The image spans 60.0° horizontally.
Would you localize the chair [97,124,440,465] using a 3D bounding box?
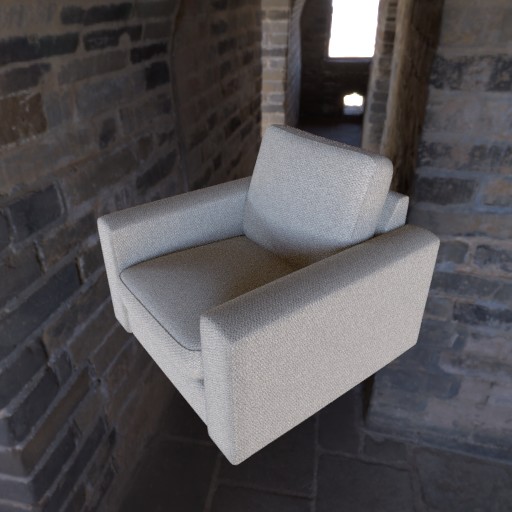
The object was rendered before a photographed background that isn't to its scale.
[{"bbox_3d":[0.000,0.000,1.821,1.016,0.873,1.005,-21,36,-32],"label":"chair"}]
